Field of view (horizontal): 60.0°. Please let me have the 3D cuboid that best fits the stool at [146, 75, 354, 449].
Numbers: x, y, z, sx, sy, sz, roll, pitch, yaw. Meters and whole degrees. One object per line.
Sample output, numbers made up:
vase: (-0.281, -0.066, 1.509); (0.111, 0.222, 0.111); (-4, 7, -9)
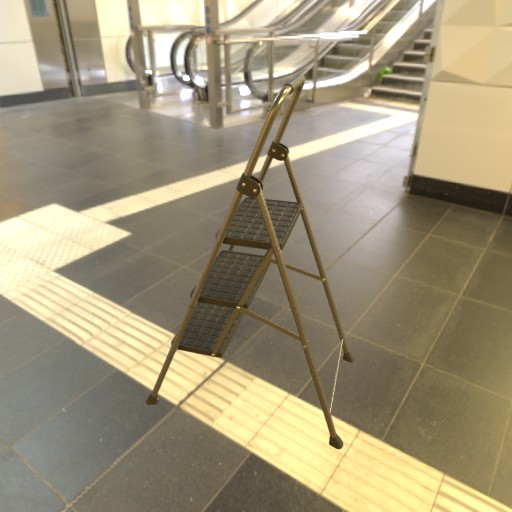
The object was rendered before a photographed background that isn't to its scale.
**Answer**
stool: (0.000, 0.000, 1.486); (0.733, 1.121, 0.473); (8, 30, 14)
